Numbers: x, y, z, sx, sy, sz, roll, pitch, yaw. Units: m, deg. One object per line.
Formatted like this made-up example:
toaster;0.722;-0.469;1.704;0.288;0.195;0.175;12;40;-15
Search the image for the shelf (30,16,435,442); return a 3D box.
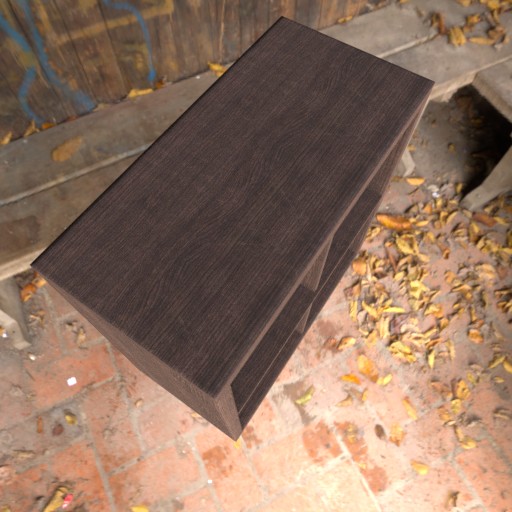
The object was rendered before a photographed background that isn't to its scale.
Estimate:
shelf;0.000;0.000;1.198;0.390;0.786;0.790;31;67;15
